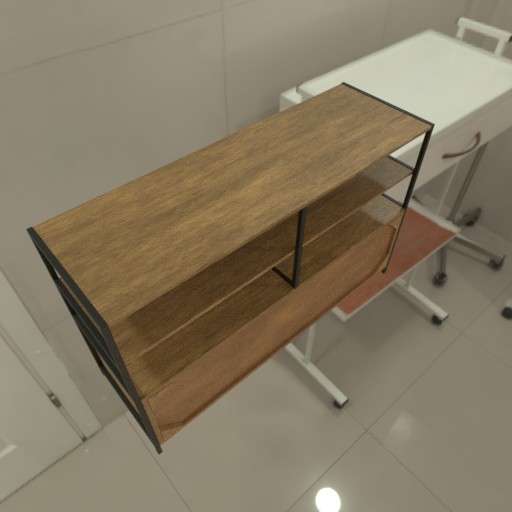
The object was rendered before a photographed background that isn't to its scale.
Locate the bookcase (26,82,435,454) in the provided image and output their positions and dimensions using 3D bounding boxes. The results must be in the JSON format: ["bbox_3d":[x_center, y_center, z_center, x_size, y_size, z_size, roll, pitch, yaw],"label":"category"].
[{"bbox_3d":[0.000,0.000,1.489,1.149,0.712,0.391,-33,55,-27],"label":"bookcase"}]
